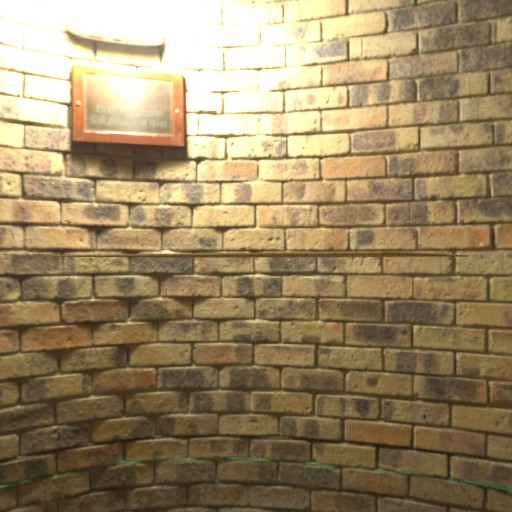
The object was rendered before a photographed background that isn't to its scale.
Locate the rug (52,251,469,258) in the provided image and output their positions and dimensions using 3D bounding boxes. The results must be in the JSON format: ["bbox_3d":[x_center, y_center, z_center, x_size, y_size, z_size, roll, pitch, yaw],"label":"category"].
[{"bbox_3d":[0.000,0.000,2.325,1.829,0.010,1.213,0,-1,36],"label":"rug"}]
